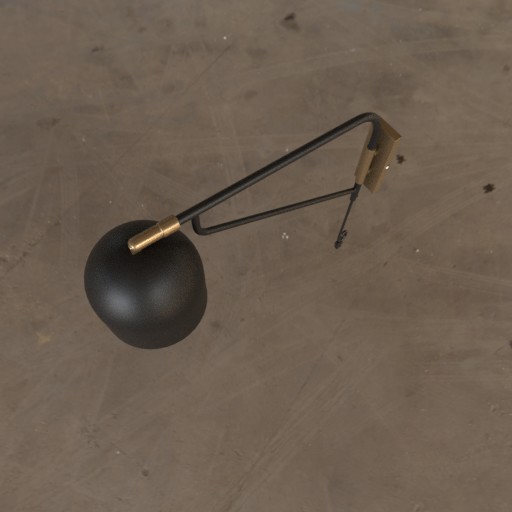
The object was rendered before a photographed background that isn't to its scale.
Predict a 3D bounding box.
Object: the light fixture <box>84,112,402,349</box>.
[{"bbox_3d":[0.000,0.000,1.073,0.720,0.696,0.215,-33,69,-14],"label":"light fixture"}]
